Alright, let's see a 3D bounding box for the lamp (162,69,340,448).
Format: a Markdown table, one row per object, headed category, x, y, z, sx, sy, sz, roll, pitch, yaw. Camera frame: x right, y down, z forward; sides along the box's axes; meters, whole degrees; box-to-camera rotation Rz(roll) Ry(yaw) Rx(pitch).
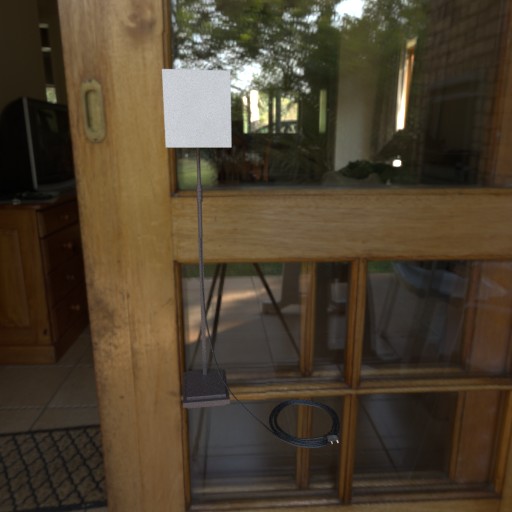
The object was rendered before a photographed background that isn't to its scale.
| category | x | y | z | sx | sy | sz | roll | pitch | yaw |
| --- | --- | --- | --- | --- | --- | --- | --- | --- | --- |
| lamp | 0.000 | 0.000 | 2.060 | 0.774 | 1.600 | 0.698 | -2 | 15 | -8 |
